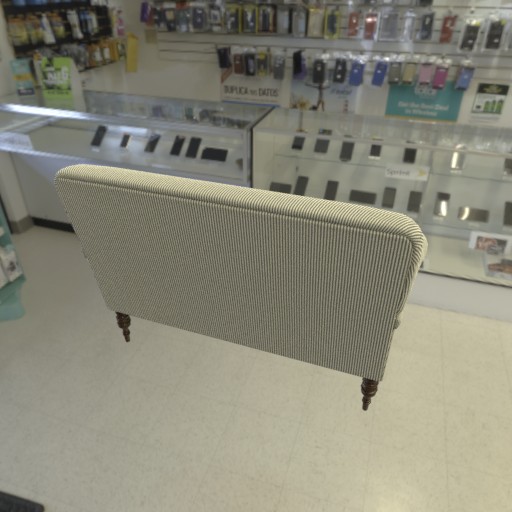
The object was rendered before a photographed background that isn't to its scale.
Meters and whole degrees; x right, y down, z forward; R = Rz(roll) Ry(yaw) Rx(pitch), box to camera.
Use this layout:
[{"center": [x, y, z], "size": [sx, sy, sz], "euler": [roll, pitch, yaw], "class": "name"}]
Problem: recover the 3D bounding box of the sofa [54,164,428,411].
[{"center": [0.000, 0.000, 1.829], "size": [1.297, 0.889, 0.779], "euler": [11, 35, 17], "class": "sofa"}]
